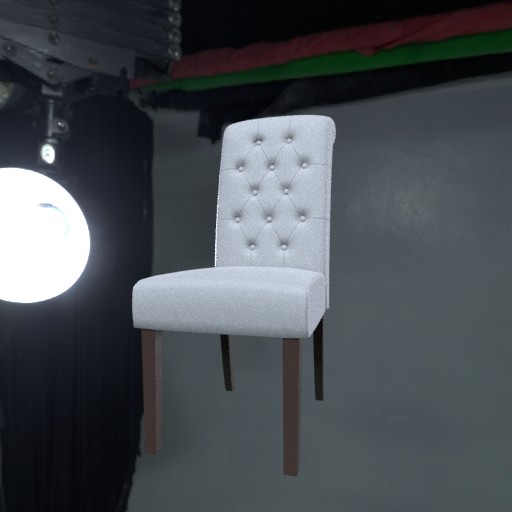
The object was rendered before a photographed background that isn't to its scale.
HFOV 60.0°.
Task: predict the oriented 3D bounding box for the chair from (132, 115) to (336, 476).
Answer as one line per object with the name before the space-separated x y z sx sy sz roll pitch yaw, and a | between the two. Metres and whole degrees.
chair | 0.000 0.000 1.381 0.456 1.006 0.671 0 1 17
